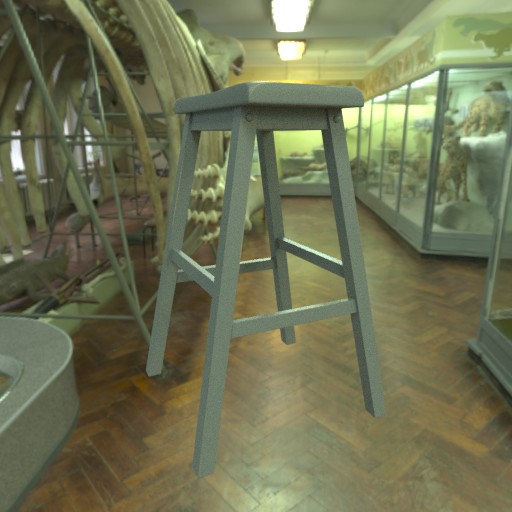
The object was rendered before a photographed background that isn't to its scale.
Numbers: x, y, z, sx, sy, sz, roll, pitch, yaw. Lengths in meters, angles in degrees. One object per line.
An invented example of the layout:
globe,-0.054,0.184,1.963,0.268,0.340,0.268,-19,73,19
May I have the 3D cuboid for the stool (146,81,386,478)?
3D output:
stool,0.000,0.000,1.069,0.476,0.737,0.457,-7,17,-25
